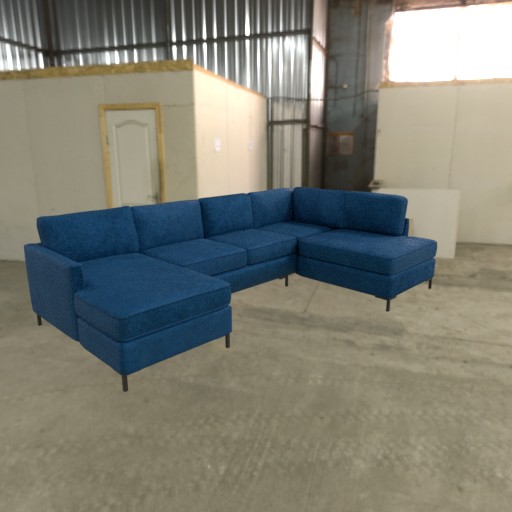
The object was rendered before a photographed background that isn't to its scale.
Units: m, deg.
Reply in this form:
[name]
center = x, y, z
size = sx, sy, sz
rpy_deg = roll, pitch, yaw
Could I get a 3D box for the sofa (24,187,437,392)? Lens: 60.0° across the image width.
[sofa]
center = 0.000, 0.000, 4.187
size = 2.055, 0.992, 3.434
rpy_deg = 14, 20, 43
